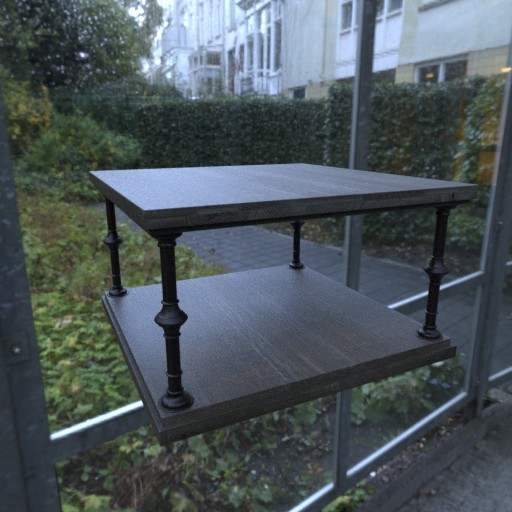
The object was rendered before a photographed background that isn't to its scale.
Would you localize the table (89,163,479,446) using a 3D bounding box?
[{"bbox_3d":[0.000,0.000,1.135,0.696,0.400,0.696,-8,17,-25],"label":"table"}]
